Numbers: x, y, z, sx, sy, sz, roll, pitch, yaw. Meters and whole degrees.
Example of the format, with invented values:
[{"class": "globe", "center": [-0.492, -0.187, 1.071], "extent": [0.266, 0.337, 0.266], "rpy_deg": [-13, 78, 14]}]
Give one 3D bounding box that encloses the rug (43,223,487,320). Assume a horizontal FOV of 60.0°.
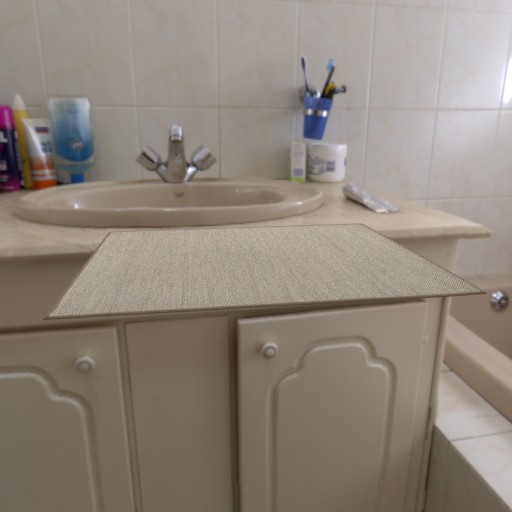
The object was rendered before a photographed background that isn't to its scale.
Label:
[{"class": "rug", "center": [0.000, 0.000, 4.103], "extent": [3.041, 0.020, 2.413], "rpy_deg": [-2, 16, -8]}]
